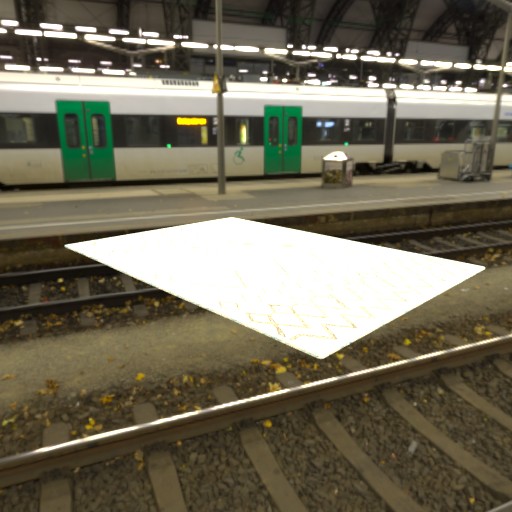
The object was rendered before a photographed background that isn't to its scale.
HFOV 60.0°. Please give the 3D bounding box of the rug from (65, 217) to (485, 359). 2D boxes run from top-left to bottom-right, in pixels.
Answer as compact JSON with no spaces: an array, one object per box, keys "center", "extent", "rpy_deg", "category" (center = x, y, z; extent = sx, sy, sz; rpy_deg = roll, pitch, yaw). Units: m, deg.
[{"center":[0.000,0.000,2.300],"extent":[1.260,0.009,1.820],"rpy_deg":[-14,21,-42],"category":"rug"}]
